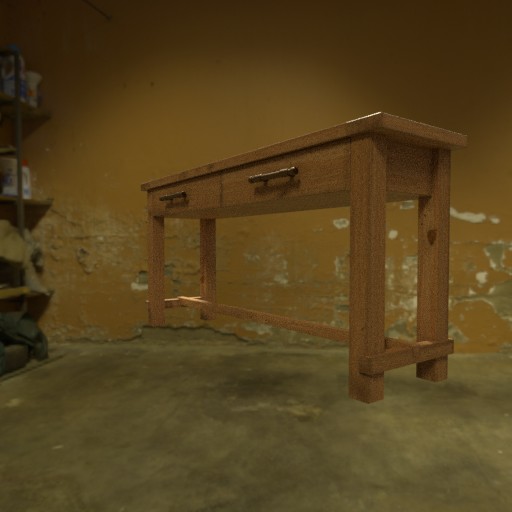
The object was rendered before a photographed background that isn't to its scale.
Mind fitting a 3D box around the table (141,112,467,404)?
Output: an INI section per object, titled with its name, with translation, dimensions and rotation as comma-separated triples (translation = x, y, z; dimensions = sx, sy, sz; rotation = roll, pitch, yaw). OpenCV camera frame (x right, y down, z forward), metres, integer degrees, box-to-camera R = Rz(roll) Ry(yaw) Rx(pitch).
[table]
translation = 0.000, 0.000, 1.882
dimensions = 0.442, 0.762, 1.599
rotation = -1, 1, -36
